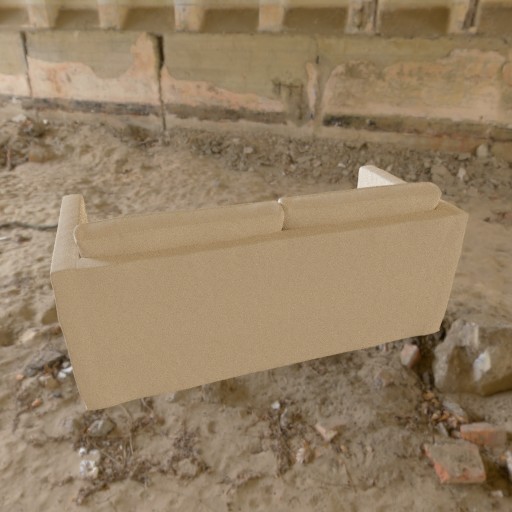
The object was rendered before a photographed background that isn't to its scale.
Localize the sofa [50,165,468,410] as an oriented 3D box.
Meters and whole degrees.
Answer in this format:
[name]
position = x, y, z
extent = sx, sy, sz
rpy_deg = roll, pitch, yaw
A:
[sofa]
position = 0.000, 0.000, 2.467
extent = 1.987, 0.870, 0.940
rpy_deg = -9, 29, -16
